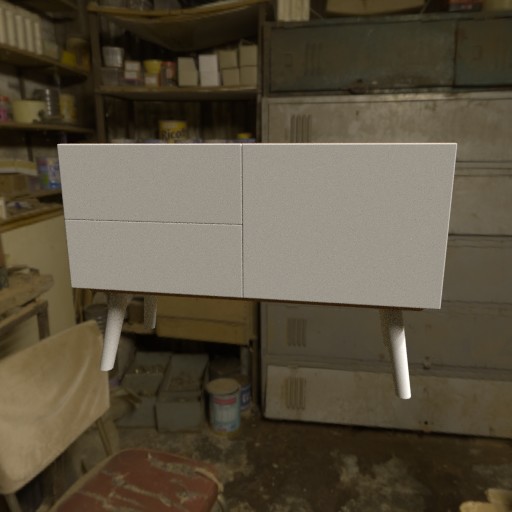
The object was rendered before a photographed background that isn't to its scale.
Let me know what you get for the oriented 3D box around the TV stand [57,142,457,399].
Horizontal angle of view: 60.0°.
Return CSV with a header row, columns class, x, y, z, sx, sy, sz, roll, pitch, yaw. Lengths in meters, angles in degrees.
class,x,y,z,sx,sy,sz,roll,pitch,yaw
TV stand,0.000,0.000,1.350,0.991,0.660,0.407,2,14,10
